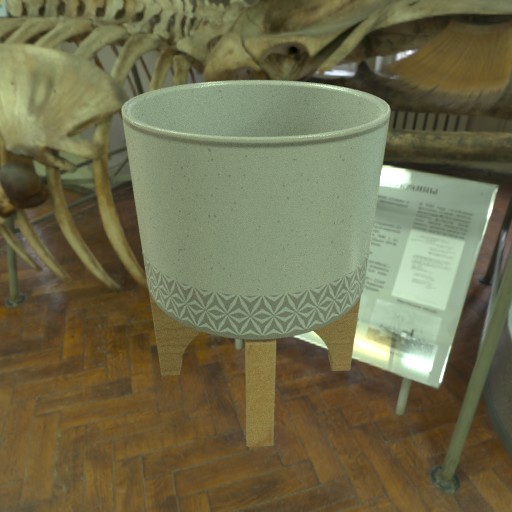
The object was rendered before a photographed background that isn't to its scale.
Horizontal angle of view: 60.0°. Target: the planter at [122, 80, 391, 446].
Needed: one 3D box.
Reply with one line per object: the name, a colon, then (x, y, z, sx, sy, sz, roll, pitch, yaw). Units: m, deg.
planter: (0.000, 0.000, 0.265, 0.130, 0.178, 0.130, 0, 31, 0)
